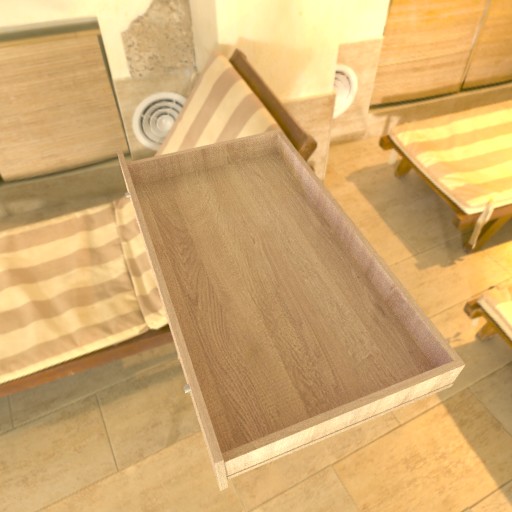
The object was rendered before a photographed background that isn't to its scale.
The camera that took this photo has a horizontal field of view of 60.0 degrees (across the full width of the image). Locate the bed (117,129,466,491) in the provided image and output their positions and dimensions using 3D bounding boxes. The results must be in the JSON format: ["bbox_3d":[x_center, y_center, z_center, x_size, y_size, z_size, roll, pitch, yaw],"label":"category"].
[{"bbox_3d":[0.000,0.000,1.454,0.685,0.209,1.200,-16,50,-14],"label":"bed"}]
